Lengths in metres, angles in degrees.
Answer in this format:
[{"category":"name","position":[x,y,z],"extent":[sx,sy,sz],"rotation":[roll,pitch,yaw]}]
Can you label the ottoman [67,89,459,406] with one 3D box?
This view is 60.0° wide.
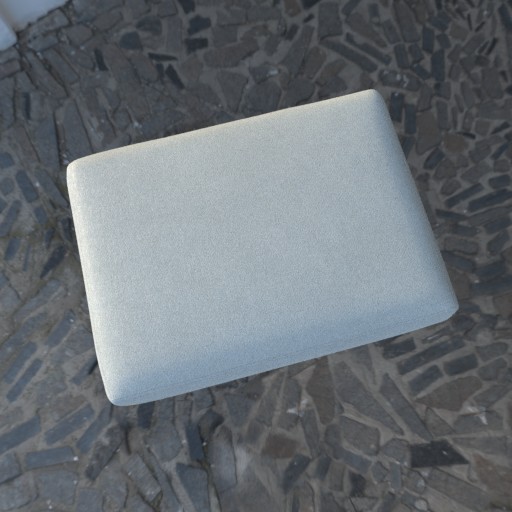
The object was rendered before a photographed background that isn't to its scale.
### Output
[{"category":"ottoman","position":[0.000,0.000,1.154],"extent":[0.773,0.499,0.569],"rotation":[-14,77,-3]}]
